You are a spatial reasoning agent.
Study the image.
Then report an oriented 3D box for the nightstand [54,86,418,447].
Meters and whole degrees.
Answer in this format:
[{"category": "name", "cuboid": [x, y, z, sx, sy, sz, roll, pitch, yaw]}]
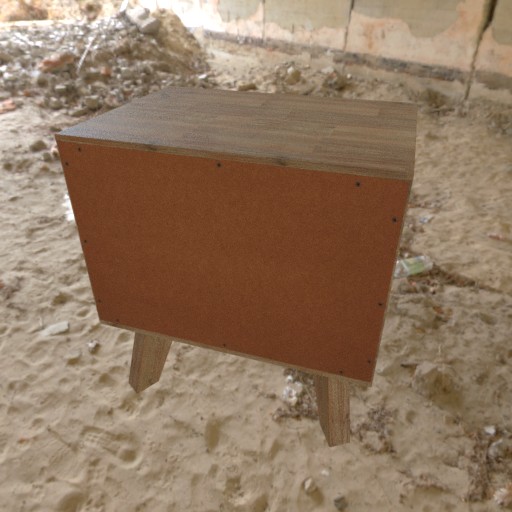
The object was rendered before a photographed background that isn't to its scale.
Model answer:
[{"category": "nightstand", "cuboid": [0.000, 0.000, 0.952, 0.552, 0.589, 0.396, 10, 33, 15]}]
